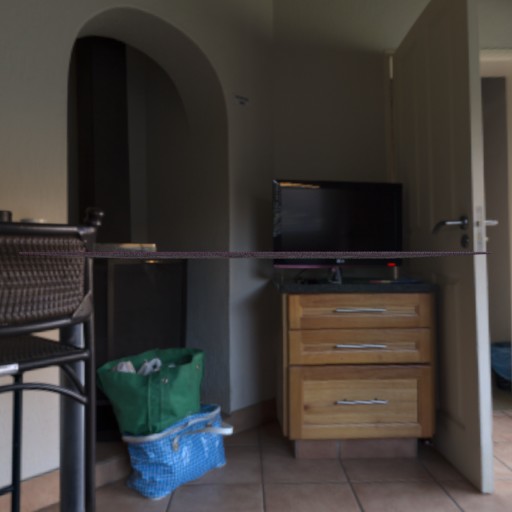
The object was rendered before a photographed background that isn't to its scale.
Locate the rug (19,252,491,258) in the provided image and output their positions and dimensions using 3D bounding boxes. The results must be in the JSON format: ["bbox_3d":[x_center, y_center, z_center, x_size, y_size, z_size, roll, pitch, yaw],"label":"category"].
[{"bbox_3d":[0.000,0.000,2.872,2.210,0.011,1.599,0,-1,1],"label":"rug"}]
